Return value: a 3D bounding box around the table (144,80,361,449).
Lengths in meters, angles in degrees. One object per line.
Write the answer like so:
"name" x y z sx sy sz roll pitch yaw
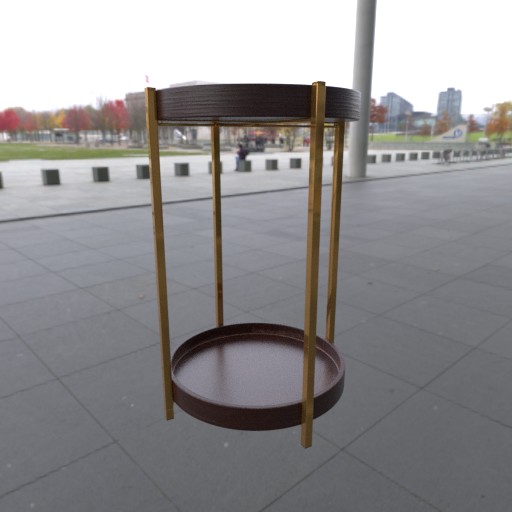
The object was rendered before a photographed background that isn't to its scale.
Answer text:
"table" 0.000 0.000 0.878 0.400 0.610 0.400 -8 17 -27
